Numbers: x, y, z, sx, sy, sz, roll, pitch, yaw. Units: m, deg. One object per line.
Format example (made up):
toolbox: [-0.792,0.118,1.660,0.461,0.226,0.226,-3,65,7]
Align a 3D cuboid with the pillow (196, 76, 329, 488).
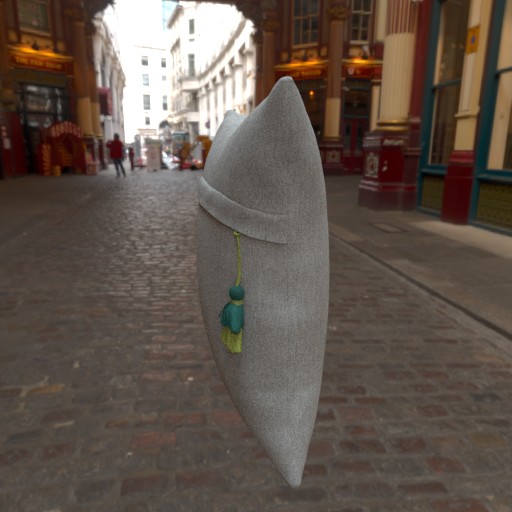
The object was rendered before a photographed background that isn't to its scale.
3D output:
pillow: [0.000,0.000,0.650,0.173,0.436,0.433,-3,15,-10]
